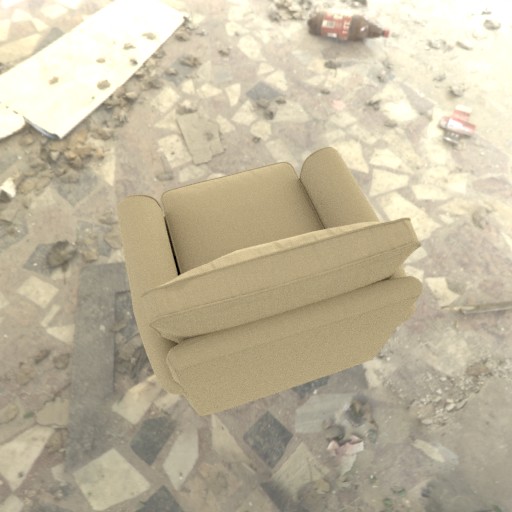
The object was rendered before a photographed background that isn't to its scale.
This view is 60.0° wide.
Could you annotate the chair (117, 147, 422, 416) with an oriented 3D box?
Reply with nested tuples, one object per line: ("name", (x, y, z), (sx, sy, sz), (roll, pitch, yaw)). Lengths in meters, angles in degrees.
("chair", (0.000, 0.000, 1.843), (1.029, 0.967, 0.966), (-16, 61, -9))
